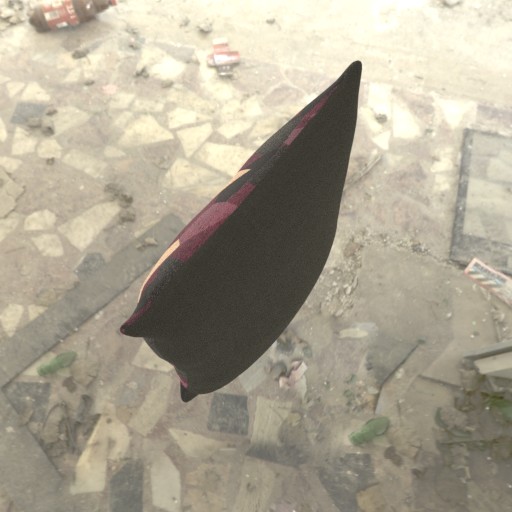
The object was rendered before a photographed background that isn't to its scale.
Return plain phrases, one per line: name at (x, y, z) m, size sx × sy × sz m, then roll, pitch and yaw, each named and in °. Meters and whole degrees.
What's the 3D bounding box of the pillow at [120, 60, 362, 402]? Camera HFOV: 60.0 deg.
pillow at (0.000, 0.000, 0.763) m, size 0.208 × 0.496 × 0.503 m, roll 33°, pitch 68°, yaw 15°
